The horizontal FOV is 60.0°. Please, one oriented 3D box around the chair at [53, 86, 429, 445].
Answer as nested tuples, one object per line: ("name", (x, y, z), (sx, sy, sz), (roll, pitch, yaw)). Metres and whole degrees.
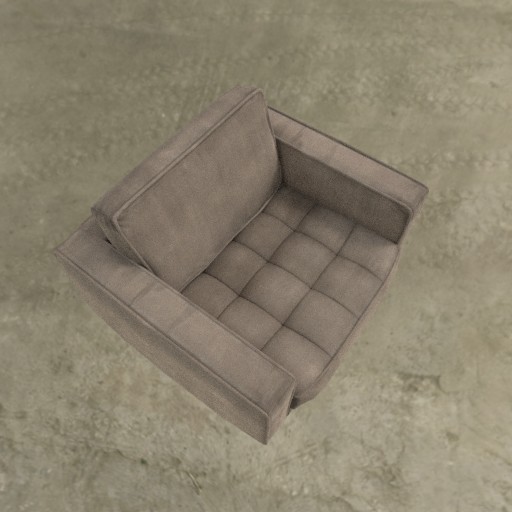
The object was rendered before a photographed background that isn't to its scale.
("chair", (0.000, 0.000, 1.500), (0.843, 0.773, 0.928), (33, 64, 18))
